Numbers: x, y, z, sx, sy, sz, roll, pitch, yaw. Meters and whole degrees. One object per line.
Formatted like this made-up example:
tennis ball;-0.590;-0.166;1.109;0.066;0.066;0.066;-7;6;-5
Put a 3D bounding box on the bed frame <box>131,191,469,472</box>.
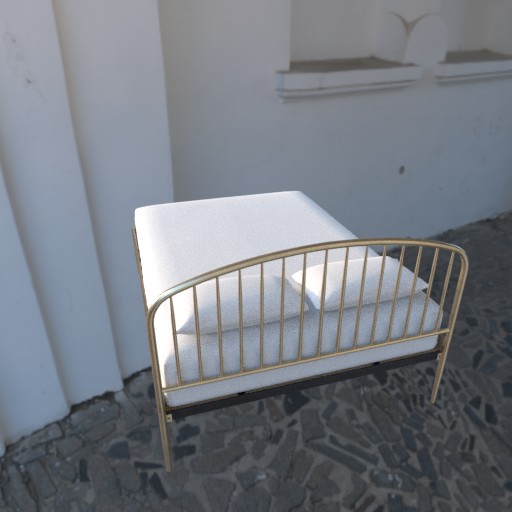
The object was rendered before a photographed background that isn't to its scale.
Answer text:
bed frame;0.000;0.000;3.099;1.612;1.175;2.152;-8;28;-15
